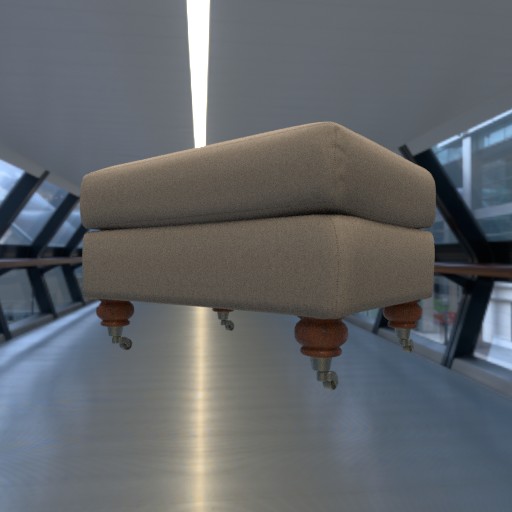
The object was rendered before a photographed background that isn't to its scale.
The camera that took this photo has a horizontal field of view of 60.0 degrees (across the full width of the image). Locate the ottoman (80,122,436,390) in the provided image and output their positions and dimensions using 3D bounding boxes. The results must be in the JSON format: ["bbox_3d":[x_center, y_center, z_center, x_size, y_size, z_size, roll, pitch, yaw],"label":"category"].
[{"bbox_3d":[0.000,0.000,1.143,0.773,0.497,0.574,-1,-1,37],"label":"ottoman"}]
